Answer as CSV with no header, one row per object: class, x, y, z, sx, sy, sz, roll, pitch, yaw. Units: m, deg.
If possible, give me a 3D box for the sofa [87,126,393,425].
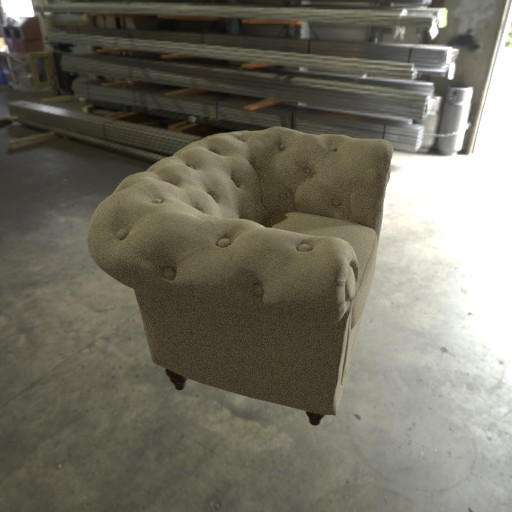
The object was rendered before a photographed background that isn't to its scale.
sofa,0.000,0.000,2.005,1.034,0.878,1.405,11,32,18
